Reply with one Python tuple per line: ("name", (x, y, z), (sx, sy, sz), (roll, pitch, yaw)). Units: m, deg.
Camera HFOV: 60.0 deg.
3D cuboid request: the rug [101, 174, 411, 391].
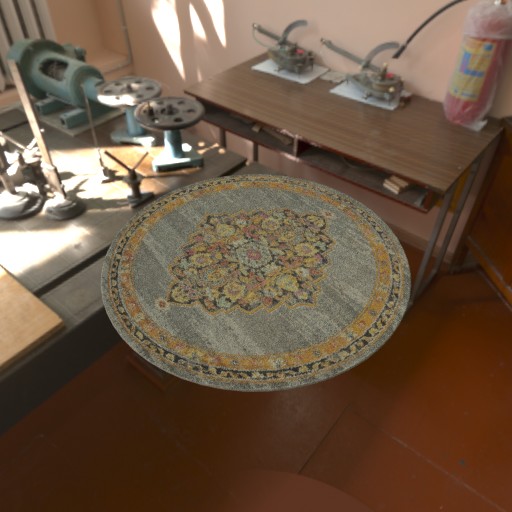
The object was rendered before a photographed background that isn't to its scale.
("rug", (0.000, 0.000, 2.358), (1.598, 0.010, 1.598), (0, 43, 0))
